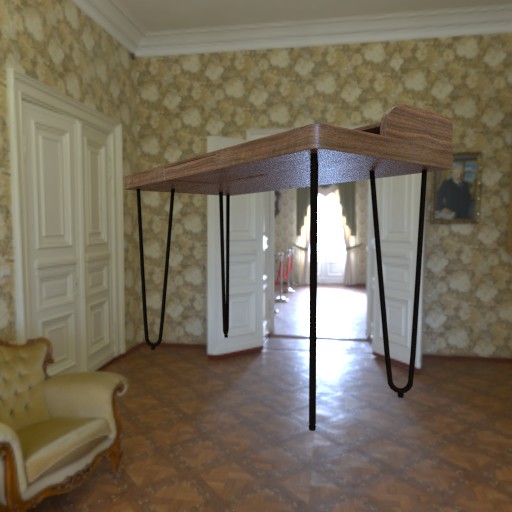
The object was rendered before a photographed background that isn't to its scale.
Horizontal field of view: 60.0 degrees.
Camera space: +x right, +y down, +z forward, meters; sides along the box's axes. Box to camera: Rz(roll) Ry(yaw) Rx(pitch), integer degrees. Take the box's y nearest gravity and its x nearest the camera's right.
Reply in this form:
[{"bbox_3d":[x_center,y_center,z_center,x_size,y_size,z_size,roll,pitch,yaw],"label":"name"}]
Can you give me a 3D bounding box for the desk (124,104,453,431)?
[{"bbox_3d":[0.000,0.000,1.647,0.565,0.854,1.200,-2,4,-37],"label":"desk"}]
